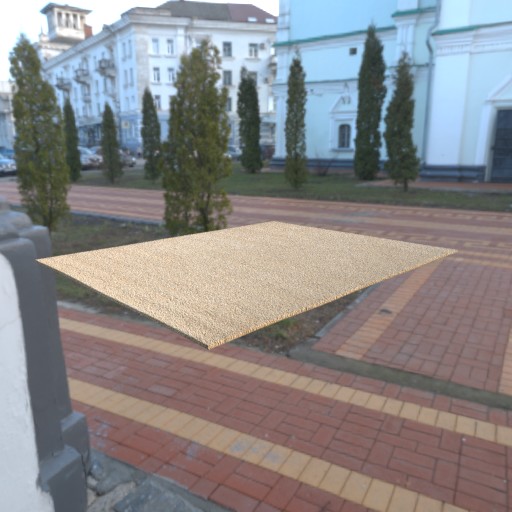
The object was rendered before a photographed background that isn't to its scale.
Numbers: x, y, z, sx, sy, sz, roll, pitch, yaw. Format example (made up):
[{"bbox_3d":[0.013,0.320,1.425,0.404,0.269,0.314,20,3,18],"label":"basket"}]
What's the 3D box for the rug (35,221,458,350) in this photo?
[{"bbox_3d":[0.000,0.000,4.018,3.000,0.026,2.400,-13,19,-43],"label":"rug"}]
